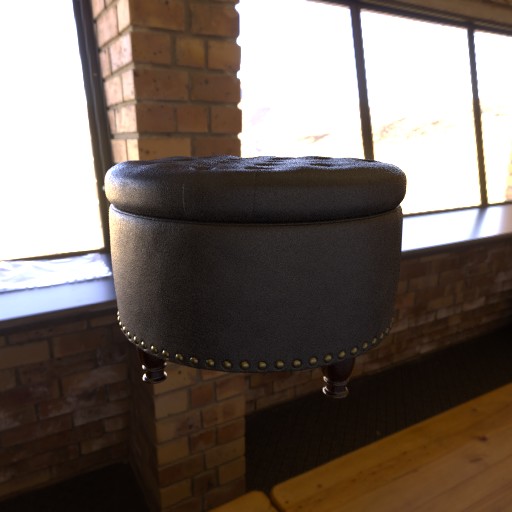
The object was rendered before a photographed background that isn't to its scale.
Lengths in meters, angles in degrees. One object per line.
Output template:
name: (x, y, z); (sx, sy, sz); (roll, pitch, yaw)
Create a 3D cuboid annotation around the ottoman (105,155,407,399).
ottoman: (0.000, 0.000, 1.027); (0.637, 0.442, 0.637); (0, 15, 0)
